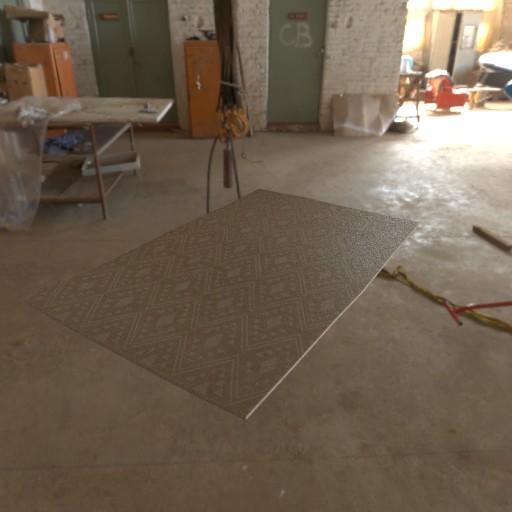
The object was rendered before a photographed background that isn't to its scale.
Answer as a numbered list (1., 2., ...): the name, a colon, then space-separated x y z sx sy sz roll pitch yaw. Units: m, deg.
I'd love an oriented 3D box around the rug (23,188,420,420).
1. rug: 0.000 0.000 3.023 1.553 0.053 2.430 17 32 30
